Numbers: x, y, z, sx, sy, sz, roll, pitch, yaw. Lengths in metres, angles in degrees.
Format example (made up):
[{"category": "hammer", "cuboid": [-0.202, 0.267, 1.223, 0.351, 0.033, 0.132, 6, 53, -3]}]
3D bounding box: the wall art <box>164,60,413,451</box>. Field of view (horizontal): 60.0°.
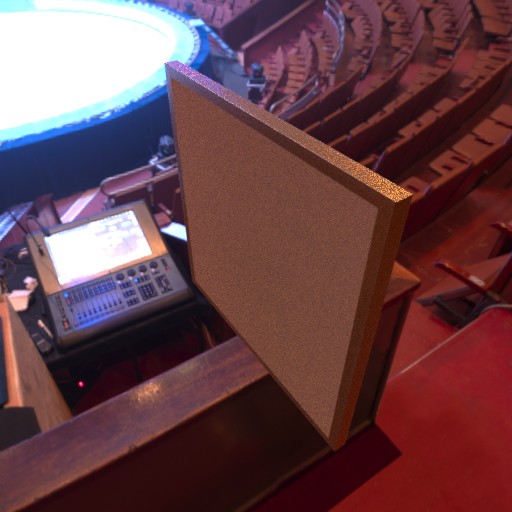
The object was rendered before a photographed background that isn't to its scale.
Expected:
[{"category": "wall art", "cuboid": [0.000, 0.000, 1.130, 0.037, 0.760, 0.762, -24, 46, -26]}]
